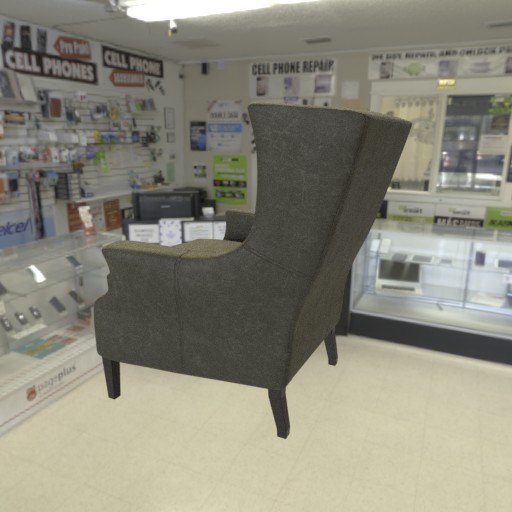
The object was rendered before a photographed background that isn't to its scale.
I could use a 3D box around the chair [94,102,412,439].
[{"bbox_3d":[0.000,0.000,1.628,0.926,1.016,0.853,8,17,26],"label":"chair"}]
